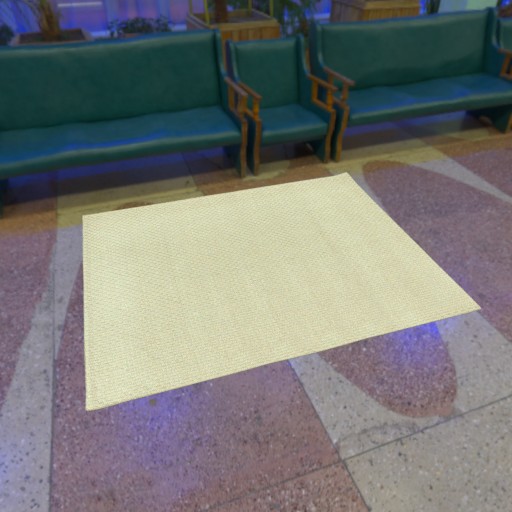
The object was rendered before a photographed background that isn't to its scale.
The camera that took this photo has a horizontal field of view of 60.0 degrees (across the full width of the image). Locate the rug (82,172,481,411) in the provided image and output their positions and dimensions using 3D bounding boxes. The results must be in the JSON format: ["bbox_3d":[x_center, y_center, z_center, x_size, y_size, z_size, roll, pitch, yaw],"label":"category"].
[{"bbox_3d":[0.000,0.000,3.880,2.897,0.035,2.277,-11,40,-14],"label":"rug"}]
